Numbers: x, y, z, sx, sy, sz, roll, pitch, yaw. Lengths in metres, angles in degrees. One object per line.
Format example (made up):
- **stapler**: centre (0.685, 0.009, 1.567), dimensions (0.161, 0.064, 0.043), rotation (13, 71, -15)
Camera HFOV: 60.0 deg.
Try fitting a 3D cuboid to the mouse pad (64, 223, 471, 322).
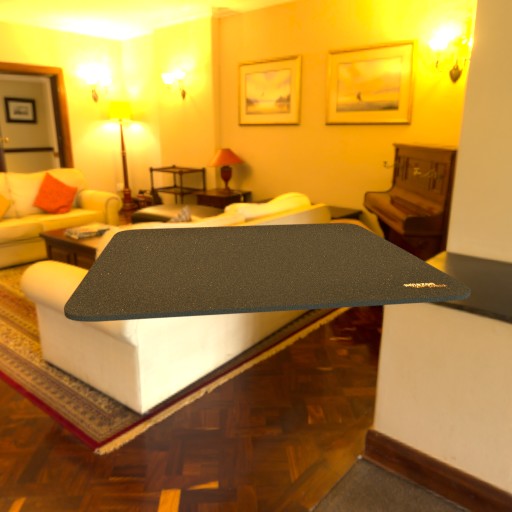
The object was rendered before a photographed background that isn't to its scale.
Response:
- **mouse pad**: centre (0.000, 0.000, 0.329), dimensions (0.229, 0.003, 0.203), rotation (-2, 16, -8)
